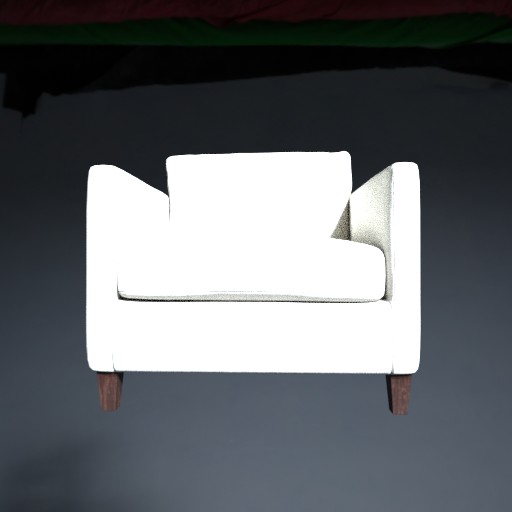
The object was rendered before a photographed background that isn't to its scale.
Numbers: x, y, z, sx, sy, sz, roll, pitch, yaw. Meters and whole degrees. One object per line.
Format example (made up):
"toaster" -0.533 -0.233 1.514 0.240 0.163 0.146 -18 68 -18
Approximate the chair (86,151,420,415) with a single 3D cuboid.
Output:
"chair" 0.000 0.000 1.720 0.996 0.919 0.959 0 0 2
